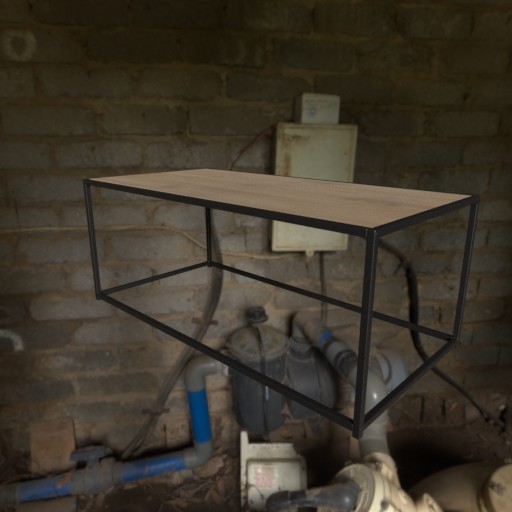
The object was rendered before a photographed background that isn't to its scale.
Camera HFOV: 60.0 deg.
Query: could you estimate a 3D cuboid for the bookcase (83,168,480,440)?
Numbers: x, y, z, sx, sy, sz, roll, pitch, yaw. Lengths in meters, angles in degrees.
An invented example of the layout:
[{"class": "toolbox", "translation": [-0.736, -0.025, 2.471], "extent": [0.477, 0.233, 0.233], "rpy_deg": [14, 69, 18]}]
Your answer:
[{"class": "bookcase", "translation": [0.000, 0.000, 1.266], "extent": [1.000, 0.400, 0.500], "rpy_deg": [15, 22, 41]}]
